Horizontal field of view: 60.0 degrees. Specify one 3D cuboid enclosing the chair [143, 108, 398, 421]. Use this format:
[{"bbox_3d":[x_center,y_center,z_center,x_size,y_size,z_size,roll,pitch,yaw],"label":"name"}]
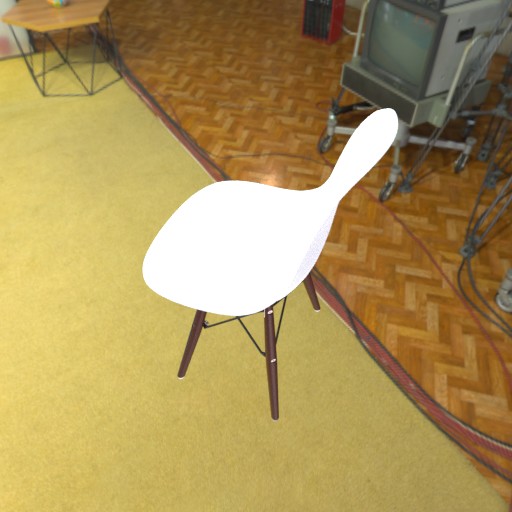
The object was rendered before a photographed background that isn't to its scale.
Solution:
[{"bbox_3d":[0.000,0.000,1.147,0.533,0.826,0.470,15,48,14],"label":"chair"}]
